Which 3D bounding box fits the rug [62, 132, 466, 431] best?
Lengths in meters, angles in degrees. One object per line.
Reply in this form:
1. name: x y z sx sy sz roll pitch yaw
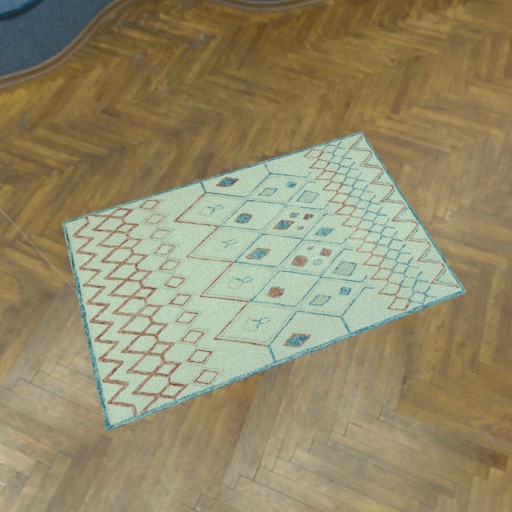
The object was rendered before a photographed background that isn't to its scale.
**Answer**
1. rug: 0.000 0.000 3.097 2.438 0.015 1.524 -19 64 -10
